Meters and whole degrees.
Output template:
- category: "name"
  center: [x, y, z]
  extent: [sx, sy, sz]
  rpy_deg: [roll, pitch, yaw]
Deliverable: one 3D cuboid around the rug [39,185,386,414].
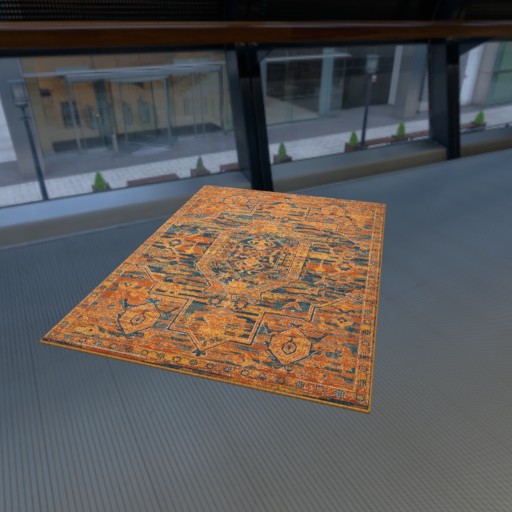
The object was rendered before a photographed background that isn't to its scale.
- category: "rug"
  center: [0.000, 0.000, 2.900]
  extent: [1.588, 0.024, 2.204]
  rpy_deg: [8, 31, 14]
